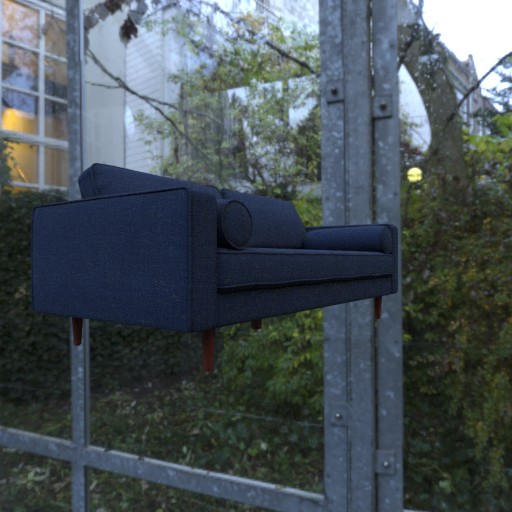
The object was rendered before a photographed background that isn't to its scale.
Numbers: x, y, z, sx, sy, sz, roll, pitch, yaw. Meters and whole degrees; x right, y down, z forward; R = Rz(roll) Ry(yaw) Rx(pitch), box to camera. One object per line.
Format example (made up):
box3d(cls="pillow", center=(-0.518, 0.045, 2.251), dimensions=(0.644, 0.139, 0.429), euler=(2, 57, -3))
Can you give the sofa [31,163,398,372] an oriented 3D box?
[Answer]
box3d(cls="sofa", center=(0.000, 0.000, 2.286), dimensions=(0.914, 0.762, 1.880), euler=(0, 0, 36))
